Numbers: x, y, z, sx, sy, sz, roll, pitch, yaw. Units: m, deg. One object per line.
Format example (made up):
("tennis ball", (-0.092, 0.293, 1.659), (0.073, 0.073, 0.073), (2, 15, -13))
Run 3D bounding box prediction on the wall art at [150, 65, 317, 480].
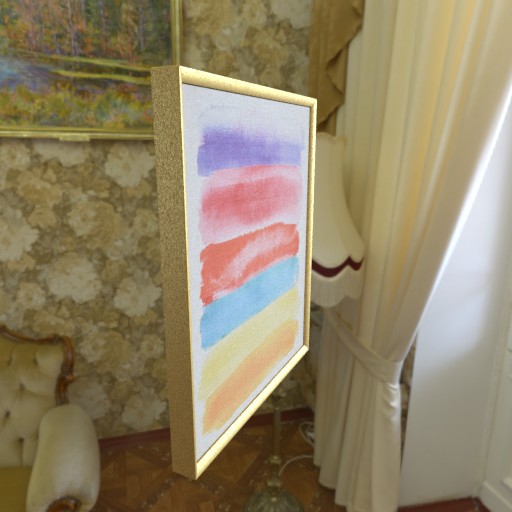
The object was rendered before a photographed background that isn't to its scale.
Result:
("wall art", (0.000, 0.000, 0.898), (0.048, 0.642, 0.537), (7, 16, 26))
